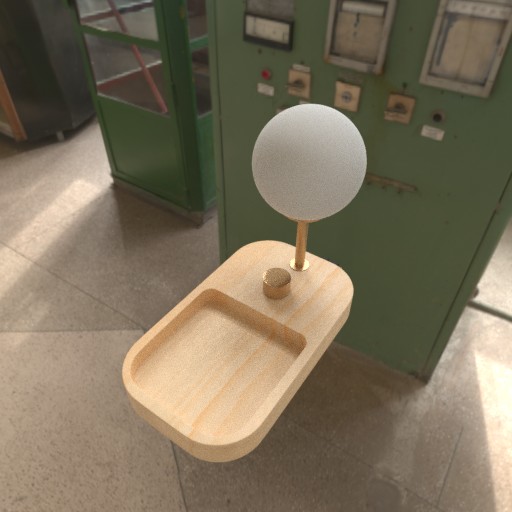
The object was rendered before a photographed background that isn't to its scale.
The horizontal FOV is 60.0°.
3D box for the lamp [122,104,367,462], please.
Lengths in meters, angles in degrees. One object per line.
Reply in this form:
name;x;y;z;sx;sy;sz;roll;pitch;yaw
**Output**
lamp;0.000;0.000;0.473;0.173;0.253;0.331;25;47;25
